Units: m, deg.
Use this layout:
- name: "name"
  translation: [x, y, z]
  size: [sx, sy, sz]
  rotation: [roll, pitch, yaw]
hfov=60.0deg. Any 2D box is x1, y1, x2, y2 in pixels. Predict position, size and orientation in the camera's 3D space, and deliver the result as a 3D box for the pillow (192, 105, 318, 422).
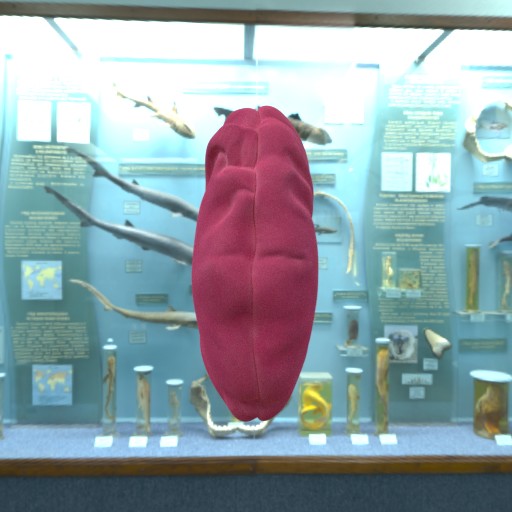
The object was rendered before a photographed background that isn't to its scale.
- name: "pillow"
  translation: [0.000, 0.000, 0.639]
  size: [0.148, 0.407, 0.428]
  rotation: [0, 1, 0]
